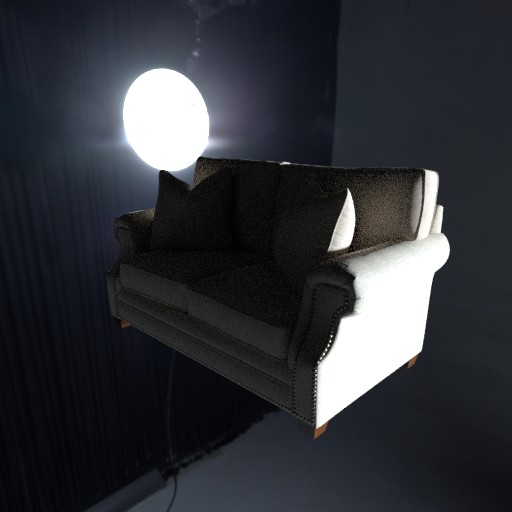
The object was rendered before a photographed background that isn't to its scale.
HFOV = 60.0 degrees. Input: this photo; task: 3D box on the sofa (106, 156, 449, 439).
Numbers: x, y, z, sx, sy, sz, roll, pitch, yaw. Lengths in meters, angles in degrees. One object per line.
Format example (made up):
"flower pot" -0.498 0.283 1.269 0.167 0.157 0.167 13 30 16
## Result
"sofa" 0.000 0.000 2.334 1.701 0.966 0.966 14 21 43
